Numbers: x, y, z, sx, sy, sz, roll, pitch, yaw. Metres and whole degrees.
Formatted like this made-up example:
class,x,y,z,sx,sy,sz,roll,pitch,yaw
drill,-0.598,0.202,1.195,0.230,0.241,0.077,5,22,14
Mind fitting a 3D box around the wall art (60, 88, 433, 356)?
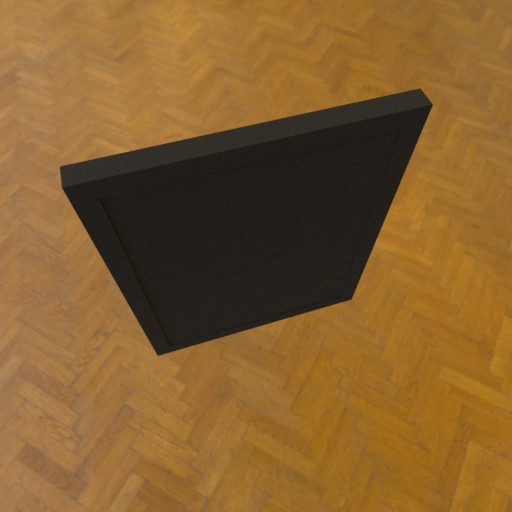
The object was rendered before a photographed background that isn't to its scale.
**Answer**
class,x,y,z,sx,sy,sz,roll,pitch,yaw
wall art,0.000,0.000,0.768,0.457,0.559,0.033,-15,60,-9
